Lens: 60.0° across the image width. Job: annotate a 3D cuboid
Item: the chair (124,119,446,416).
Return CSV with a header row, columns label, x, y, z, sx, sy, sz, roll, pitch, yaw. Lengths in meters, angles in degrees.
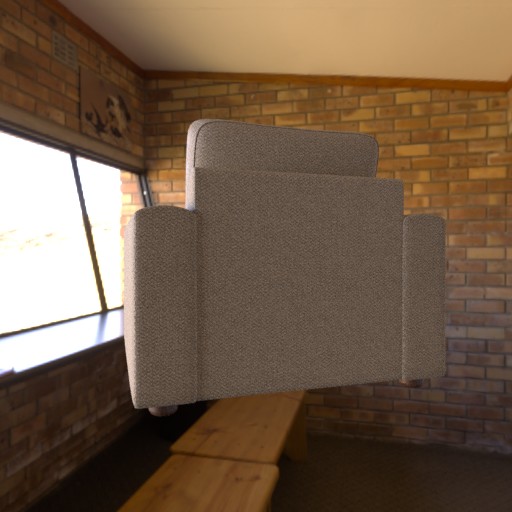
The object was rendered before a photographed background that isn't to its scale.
label,x,y,z,sx,sy,sz,roll,pitch,yaw
chair,0.000,0.000,1.789,1.005,0.873,1.016,0,1,-18
